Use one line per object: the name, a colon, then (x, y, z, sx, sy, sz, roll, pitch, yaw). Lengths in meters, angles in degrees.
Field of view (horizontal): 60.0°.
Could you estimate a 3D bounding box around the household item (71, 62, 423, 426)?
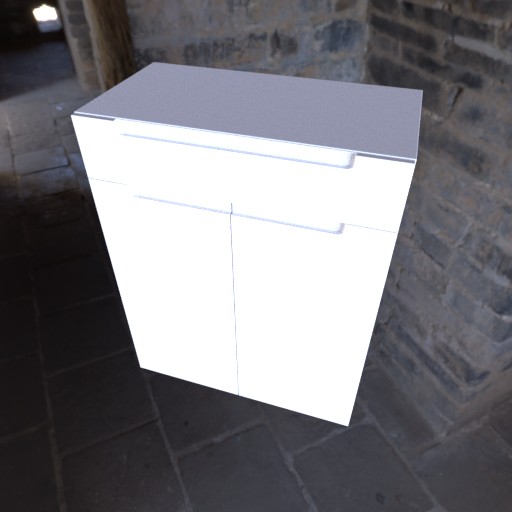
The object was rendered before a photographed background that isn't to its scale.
household item: (0.000, 0.000, 1.434, 0.790, 1.010, 0.420, 12, 41, 13)
